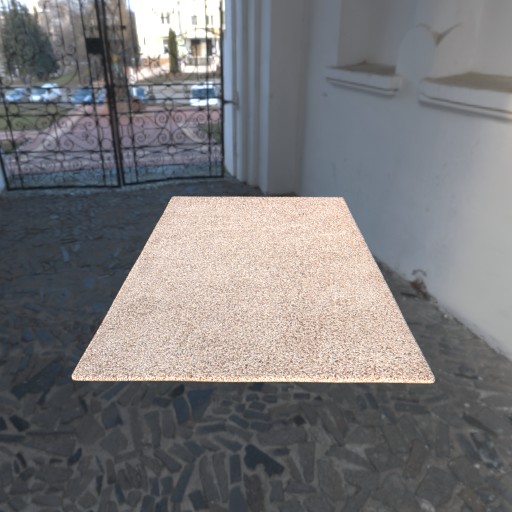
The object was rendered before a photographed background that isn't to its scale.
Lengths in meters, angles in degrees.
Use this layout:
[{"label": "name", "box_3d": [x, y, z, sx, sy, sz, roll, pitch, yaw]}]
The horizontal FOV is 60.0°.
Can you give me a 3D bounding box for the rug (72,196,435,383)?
[{"label": "rug", "box_3d": [0.000, 0.000, 3.382, 1.778, 0.030, 2.743, 0, 26, 1]}]
